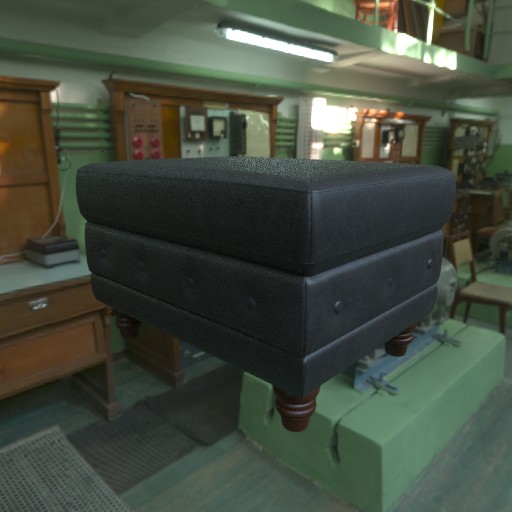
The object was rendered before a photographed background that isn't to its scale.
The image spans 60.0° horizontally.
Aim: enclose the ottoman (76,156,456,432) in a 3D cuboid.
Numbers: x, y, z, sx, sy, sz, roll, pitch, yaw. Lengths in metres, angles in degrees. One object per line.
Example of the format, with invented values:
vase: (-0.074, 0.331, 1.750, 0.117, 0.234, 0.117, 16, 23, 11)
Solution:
ottoman: (0.000, 0.000, 1.168, 0.795, 0.498, 0.590, 13, 20, 42)
